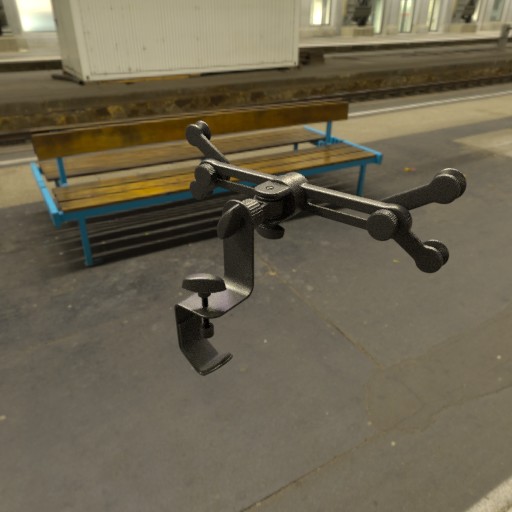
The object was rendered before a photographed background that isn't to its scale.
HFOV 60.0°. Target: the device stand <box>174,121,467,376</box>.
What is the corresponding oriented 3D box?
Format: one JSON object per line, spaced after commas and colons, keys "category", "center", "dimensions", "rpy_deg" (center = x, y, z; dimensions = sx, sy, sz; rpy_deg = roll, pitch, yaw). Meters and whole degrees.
{"category": "device stand", "center": [0.000, 0.000, 0.374], "dimensions": [0.270, 0.166, 0.142], "rpy_deg": [21, 35, 32]}
